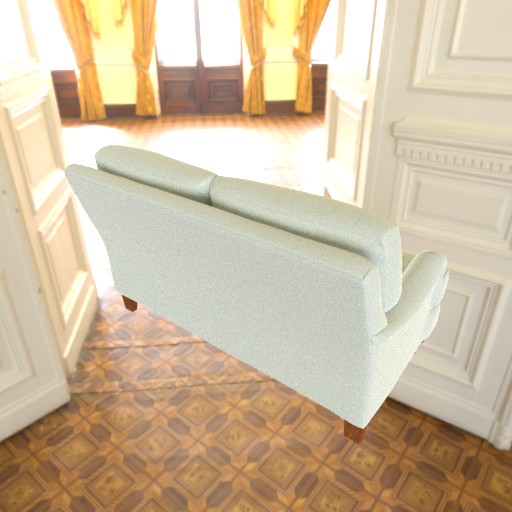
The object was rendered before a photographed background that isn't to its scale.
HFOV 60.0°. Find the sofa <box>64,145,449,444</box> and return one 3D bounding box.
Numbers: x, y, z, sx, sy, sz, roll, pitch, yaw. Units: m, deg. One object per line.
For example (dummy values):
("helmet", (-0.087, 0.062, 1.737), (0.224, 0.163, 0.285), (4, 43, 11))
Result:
("sofa", (0.000, 0.000, 2.461), (1.853, 1.101, 1.084), (21, 35, 33))
